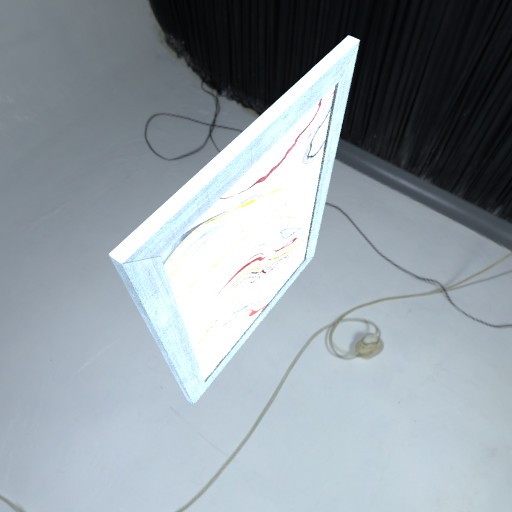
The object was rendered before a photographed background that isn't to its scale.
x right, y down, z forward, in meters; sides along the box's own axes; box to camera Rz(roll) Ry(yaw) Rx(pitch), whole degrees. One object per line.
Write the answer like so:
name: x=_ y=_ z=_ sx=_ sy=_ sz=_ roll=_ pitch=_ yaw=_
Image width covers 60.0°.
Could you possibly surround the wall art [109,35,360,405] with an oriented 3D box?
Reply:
wall art: x=0.000 y=0.000 z=0.819 sx=0.020 sy=0.613 sz=0.481 roll=33 pitch=64 yaw=18
